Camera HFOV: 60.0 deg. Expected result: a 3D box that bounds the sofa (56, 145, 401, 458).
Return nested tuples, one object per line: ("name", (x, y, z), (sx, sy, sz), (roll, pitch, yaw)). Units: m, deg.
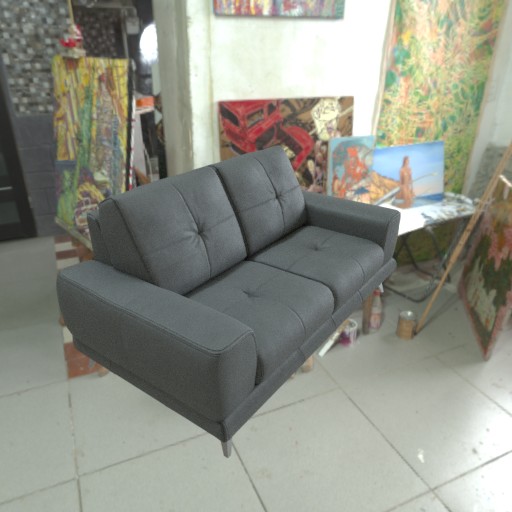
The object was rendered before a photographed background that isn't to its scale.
("sofa", (0.000, 0.000, 2.420), (1.018, 0.907, 1.806), (18, 31, 32))
